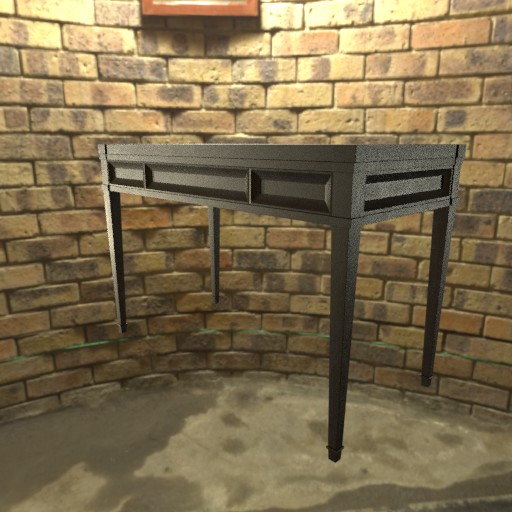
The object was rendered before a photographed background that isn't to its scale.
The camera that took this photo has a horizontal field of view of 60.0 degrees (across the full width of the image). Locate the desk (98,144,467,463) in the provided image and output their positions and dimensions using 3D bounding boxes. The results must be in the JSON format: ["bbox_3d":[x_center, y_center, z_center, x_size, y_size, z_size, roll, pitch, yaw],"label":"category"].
[{"bbox_3d":[0.000,0.000,1.760,0.630,0.861,1.289,-13,19,-43],"label":"desk"}]
